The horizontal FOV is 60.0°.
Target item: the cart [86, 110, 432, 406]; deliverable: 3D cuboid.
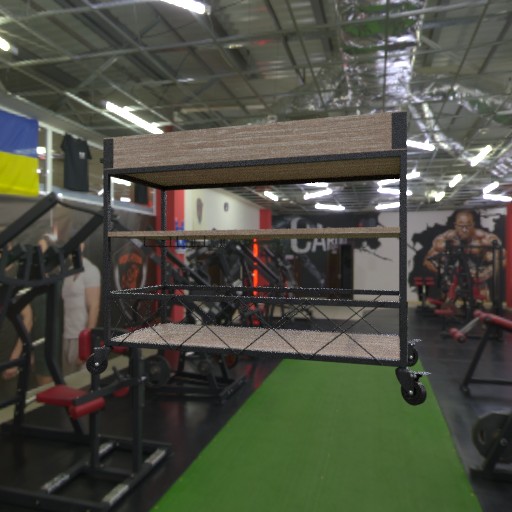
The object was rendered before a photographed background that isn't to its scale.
[{"bbox_3d":[0.000,0.000,1.530,1.101,0.787,0.500,0,0,18],"label":"cart"}]
